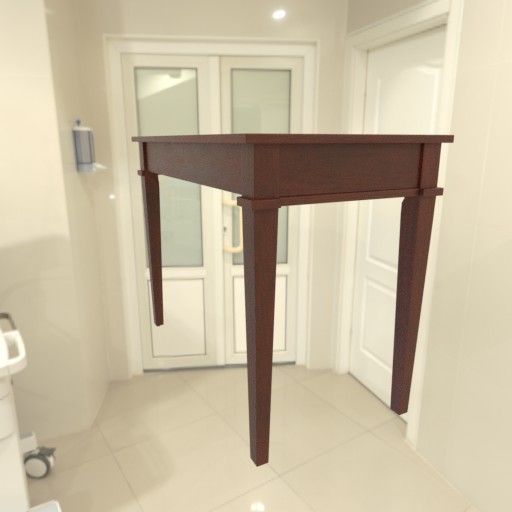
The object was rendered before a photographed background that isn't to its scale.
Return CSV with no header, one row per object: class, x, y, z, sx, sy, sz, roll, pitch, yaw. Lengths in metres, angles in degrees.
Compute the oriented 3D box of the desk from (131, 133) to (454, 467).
desk,0.000,0.000,1.459,0.549,0.762,1.001,-7,16,-26
